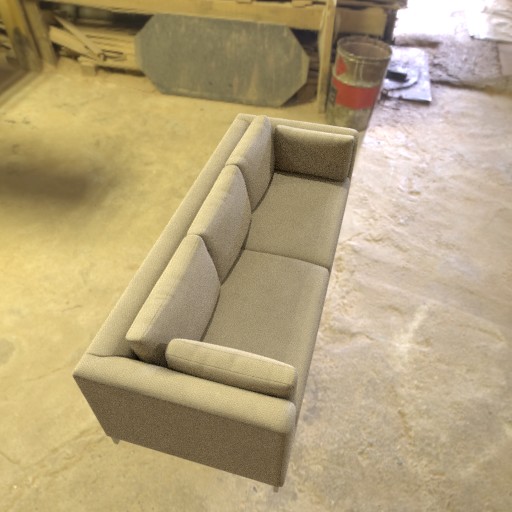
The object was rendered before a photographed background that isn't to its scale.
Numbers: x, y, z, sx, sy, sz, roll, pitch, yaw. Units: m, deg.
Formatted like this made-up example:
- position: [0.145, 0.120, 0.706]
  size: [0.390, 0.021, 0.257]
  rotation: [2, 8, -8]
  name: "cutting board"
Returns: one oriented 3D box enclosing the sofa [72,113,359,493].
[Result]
- position: [0.000, 0.000, 2.842]
  size: [0.969, 0.867, 2.415]
  rotation: [11, 46, 11]
  name: "sofa"
